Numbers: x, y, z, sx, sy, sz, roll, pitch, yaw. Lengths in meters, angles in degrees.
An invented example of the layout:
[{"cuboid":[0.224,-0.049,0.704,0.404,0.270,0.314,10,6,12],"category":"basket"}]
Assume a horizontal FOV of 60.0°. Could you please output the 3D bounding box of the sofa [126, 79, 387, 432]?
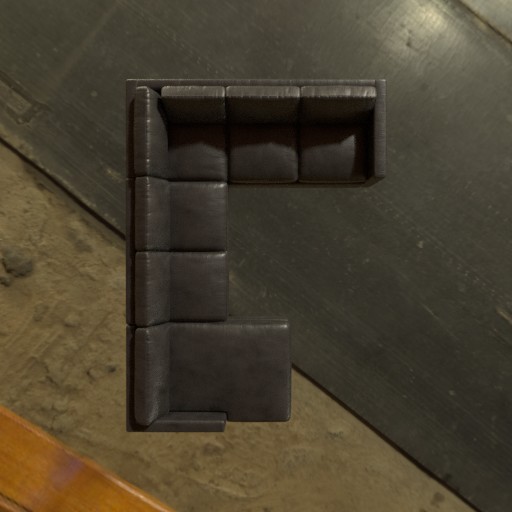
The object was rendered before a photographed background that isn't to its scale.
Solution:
[{"cuboid":[0.000,0.000,4.448,2.452,0.891,3.324,0,90,0],"category":"sofa"}]
